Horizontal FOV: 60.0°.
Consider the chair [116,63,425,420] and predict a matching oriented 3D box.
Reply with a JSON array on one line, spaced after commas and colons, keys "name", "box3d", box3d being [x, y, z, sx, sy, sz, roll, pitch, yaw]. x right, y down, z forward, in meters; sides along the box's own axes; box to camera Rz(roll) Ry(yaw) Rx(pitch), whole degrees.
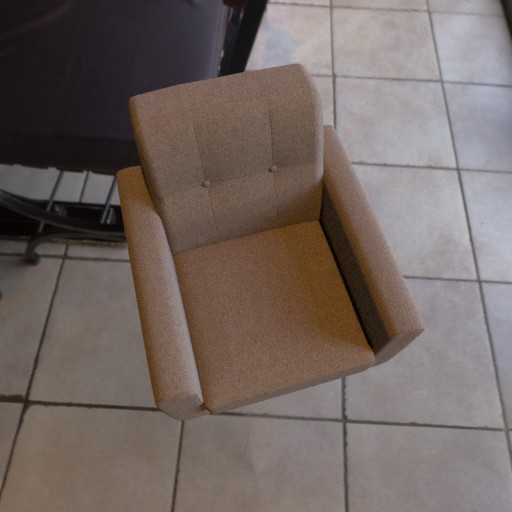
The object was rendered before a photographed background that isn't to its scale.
[{"name": "chair", "box3d": [0.000, 0.000, 1.556, 0.831, 0.839, 0.907, -14, 65, -7]}]
